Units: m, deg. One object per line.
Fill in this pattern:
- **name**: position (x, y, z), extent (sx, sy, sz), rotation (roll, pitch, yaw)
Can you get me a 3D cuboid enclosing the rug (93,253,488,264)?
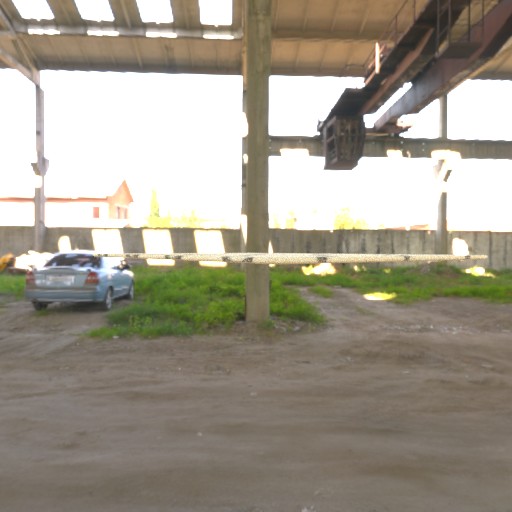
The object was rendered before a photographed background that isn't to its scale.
- **rug**: position (0.000, 0.000, 2.976), extent (1.501, 0.024, 2.348), rotation (-1, 1, -36)
